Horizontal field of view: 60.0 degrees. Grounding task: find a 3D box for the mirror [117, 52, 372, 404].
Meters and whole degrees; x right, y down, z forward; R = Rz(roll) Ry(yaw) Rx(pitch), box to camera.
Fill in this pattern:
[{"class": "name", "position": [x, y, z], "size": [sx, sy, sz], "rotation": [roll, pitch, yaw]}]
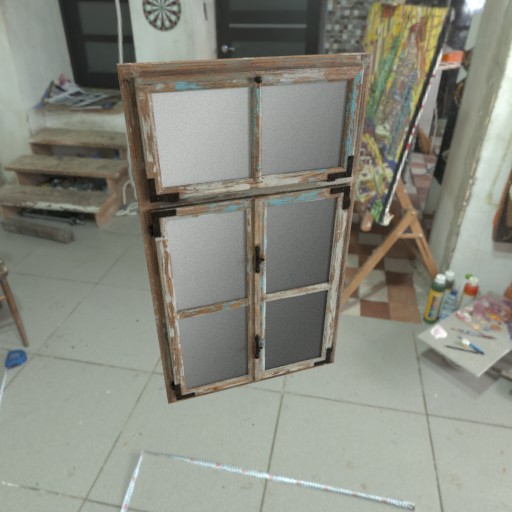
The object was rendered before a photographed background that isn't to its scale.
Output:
[{"class": "mirror", "position": [0.000, 0.000, 1.485], "size": [0.707, 1.213, 0.083], "rotation": [-10, 33, -15]}]
